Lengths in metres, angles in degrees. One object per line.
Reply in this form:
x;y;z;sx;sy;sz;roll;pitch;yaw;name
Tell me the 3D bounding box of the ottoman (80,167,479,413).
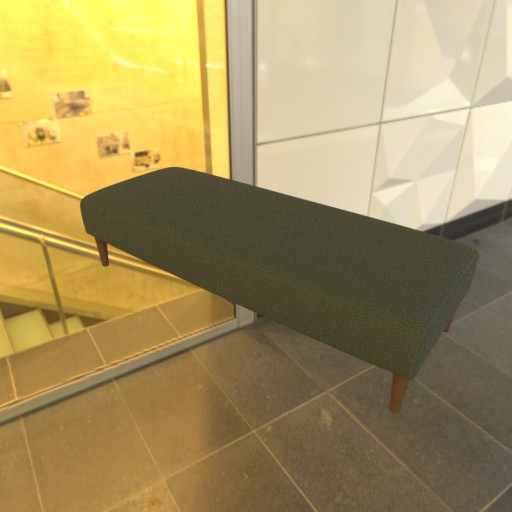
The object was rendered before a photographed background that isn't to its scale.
0.000;0.000;1.906;1.609;0.393;0.646;21;35;32;ottoman
